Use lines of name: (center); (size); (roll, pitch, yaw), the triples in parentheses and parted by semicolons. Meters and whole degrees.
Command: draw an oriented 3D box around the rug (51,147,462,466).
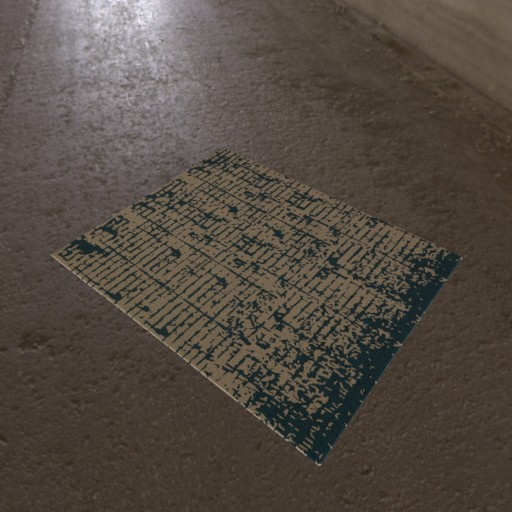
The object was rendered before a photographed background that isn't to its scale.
rug: (0.000, 0.000, 4.157); (3.017, 0.014, 2.416); (30, 52, 26)
